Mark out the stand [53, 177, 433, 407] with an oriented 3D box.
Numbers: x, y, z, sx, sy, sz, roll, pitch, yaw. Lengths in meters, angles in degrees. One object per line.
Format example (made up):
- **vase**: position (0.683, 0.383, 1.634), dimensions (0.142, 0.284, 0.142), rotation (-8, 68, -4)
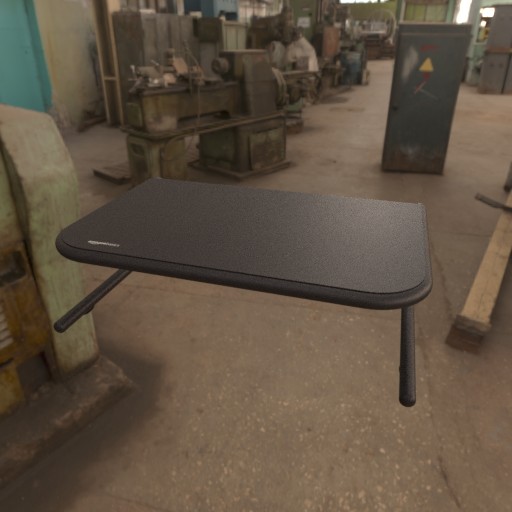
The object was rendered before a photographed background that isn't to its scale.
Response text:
- **stand**: position (0.000, 0.000, 0.521), dimensions (0.370, 0.108, 0.280), rotation (8, 28, 15)
